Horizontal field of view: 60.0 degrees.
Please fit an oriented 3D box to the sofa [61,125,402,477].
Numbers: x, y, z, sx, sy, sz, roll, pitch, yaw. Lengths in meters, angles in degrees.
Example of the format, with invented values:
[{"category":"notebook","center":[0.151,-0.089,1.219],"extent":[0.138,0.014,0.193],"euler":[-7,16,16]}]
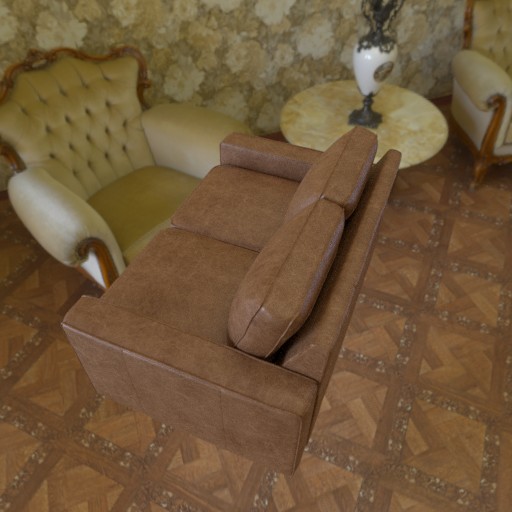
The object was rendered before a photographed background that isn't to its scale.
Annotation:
[{"category":"sofa","center":[0.000,0.000,2.118],"extent":[1.020,0.896,1.532],"euler":[17,48,16]}]
